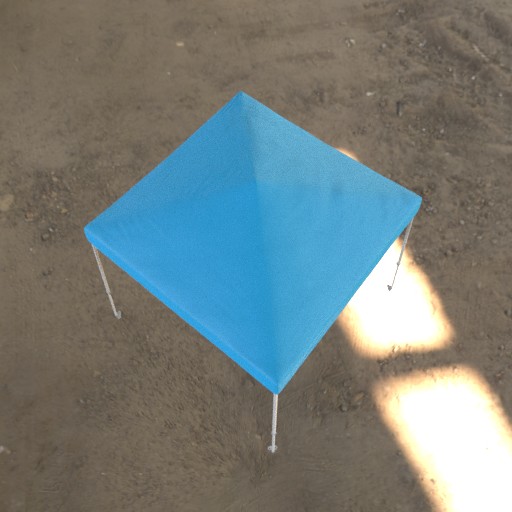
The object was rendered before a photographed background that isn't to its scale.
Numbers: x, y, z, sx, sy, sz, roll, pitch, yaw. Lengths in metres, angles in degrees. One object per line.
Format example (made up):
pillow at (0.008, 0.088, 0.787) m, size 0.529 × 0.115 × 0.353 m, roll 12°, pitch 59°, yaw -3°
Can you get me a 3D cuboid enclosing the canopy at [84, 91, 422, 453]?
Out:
canopy at (0.000, 0.000, 6.458) m, size 3.599 × 3.600 × 3.600 m, roll 36°, pitch 68°, yaw 17°
